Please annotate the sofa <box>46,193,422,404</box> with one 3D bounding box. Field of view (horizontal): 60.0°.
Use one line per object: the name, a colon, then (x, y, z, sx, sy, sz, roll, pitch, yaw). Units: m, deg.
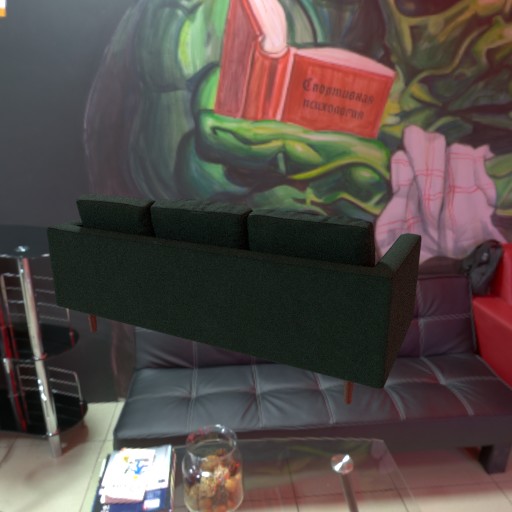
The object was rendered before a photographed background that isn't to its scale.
sofa: (0.000, 0.000, 2.929, 2.030, 0.899, 1.580, 8, 18, 26)
